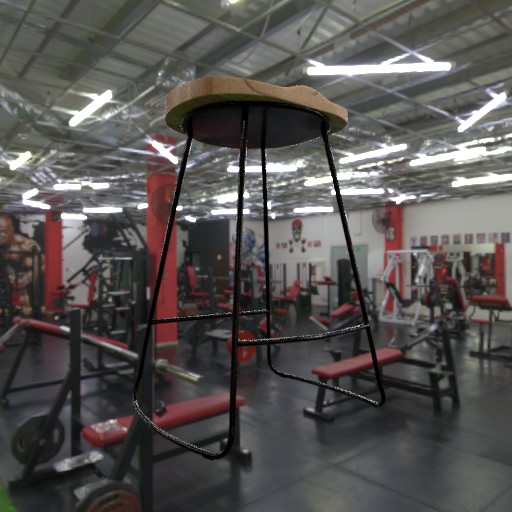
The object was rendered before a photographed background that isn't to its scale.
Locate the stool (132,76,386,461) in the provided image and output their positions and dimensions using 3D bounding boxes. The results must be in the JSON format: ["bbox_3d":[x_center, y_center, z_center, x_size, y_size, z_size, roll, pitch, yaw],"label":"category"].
[{"bbox_3d":[0.000,0.000,0.990,0.480,0.679,0.401,0,-1,-37],"label":"stool"}]
